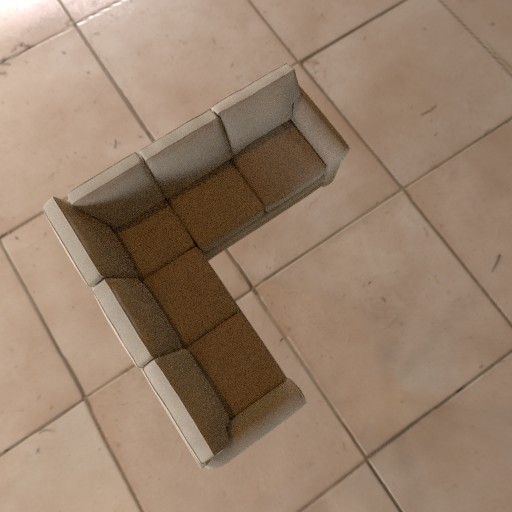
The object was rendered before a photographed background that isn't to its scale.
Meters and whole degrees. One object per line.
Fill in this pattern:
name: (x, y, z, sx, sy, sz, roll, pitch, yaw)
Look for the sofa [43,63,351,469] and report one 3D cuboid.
sofa: (0.000, 0.000, 3.903, 2.569, 1.054, 2.487, -34, 78, -8)
